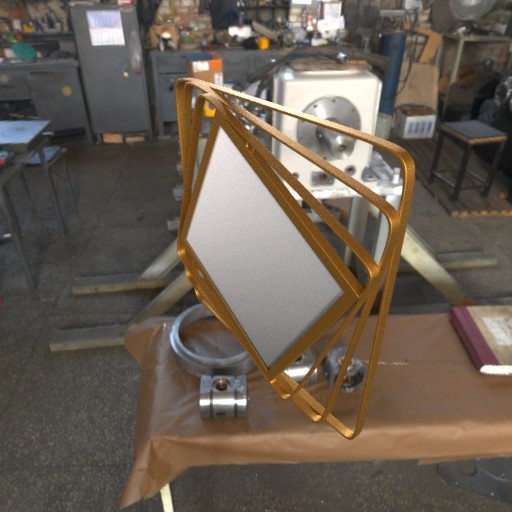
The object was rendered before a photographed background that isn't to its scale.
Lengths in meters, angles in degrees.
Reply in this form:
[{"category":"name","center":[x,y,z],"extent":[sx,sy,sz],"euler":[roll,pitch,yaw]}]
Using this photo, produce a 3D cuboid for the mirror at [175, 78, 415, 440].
[{"category":"mirror","center":[0.000,0.000,0.695],"extent":[0.045,0.468,0.470],"euler":[-23,40,-31]}]
